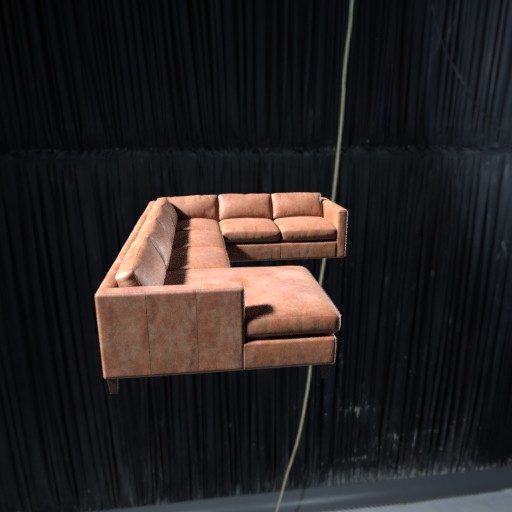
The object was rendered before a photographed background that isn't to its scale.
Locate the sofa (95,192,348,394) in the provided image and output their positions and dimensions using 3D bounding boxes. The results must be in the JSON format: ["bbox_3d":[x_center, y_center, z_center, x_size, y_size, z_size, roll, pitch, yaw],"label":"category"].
[{"bbox_3d":[0.000,0.000,4.533,2.430,0.832,3.401,-2,17,-7],"label":"sofa"}]
